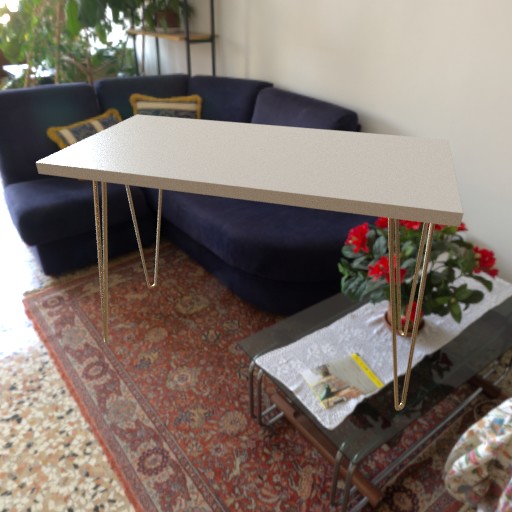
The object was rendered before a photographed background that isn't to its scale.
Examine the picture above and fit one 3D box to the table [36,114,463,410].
[{"bbox_3d":[0.000,0.000,1.351,0.991,0.660,0.498,9,33,14],"label":"table"}]
